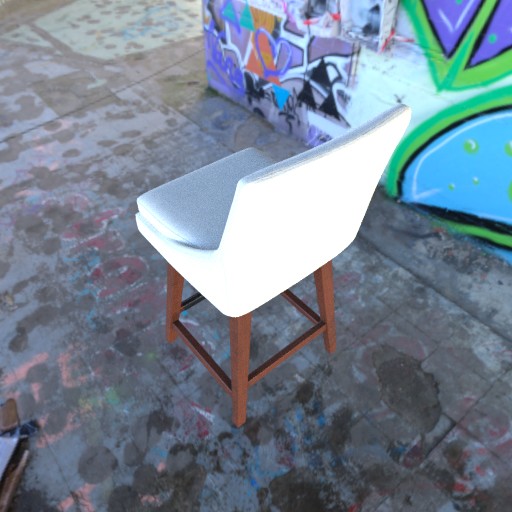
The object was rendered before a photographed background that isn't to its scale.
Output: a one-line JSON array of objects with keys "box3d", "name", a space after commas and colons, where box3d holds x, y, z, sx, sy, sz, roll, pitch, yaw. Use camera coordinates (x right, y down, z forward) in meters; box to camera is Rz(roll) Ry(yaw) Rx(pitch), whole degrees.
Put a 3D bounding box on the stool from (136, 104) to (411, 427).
[{"box3d": [0.000, 0.000, 1.301, 0.469, 0.991, 0.559, -30, 52, -27], "name": "stool"}]
